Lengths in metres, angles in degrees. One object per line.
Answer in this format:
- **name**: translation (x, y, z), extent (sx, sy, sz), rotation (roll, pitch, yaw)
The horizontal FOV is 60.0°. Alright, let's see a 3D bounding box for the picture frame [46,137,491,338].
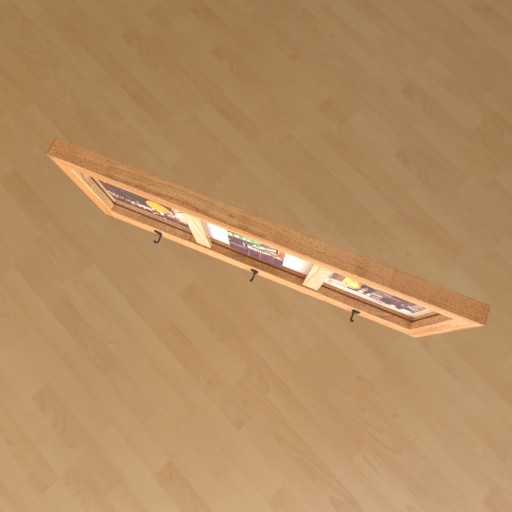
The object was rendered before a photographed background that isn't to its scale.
- **picture frame**: translation (0.000, 0.000, 0.660), extent (0.582, 0.234, 0.045), rotation (22, 77, 5)
